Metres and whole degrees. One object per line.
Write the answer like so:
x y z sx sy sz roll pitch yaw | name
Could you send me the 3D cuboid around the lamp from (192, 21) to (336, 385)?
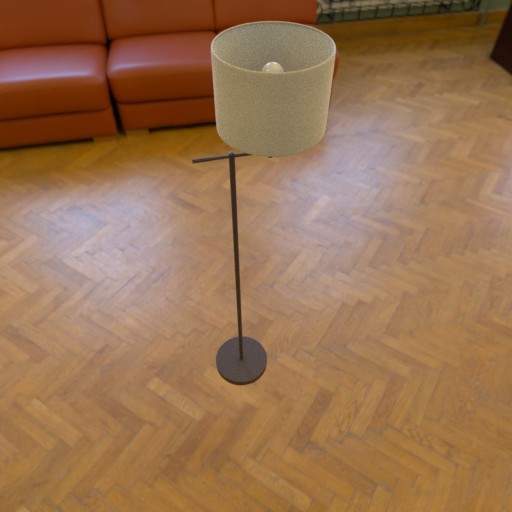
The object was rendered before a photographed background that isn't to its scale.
0.000 0.000 1.731 0.416 1.600 0.324 -10 48 -9 | lamp
